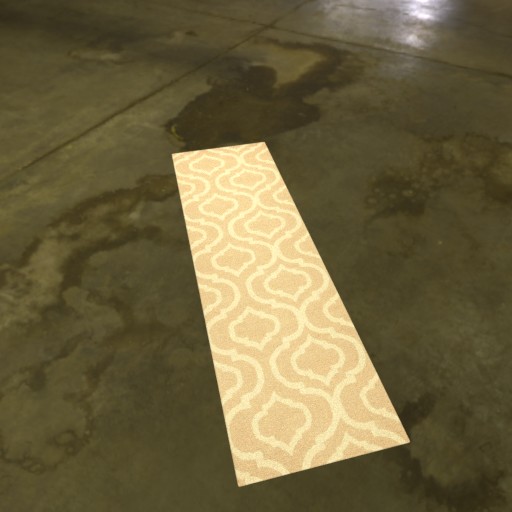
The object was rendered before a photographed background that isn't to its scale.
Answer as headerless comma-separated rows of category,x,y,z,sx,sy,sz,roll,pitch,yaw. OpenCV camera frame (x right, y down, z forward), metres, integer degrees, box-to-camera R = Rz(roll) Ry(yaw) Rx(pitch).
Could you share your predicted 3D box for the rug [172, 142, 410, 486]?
rug,0.000,0.000,2.468,0.691,0.013,2.289,-10,46,-10
